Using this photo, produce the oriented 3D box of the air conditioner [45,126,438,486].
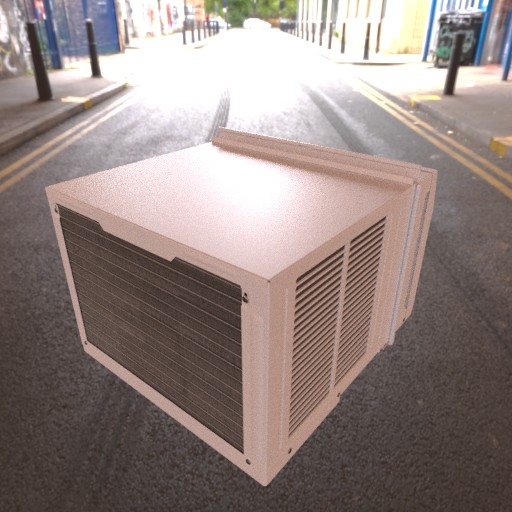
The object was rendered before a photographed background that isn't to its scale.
[{"bbox_3d":[0.000,0.000,0.879,0.503,0.388,0.546,21,35,34],"label":"air conditioner"}]
